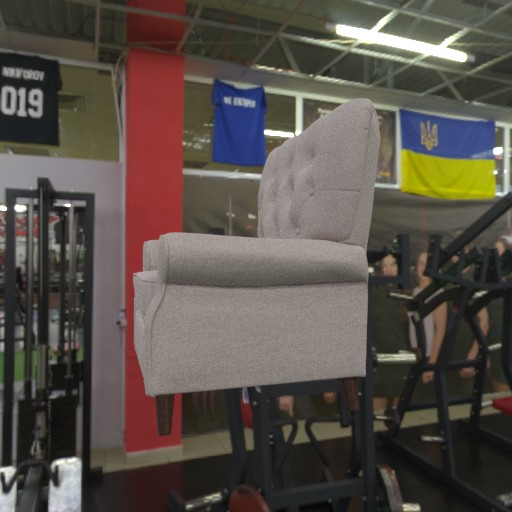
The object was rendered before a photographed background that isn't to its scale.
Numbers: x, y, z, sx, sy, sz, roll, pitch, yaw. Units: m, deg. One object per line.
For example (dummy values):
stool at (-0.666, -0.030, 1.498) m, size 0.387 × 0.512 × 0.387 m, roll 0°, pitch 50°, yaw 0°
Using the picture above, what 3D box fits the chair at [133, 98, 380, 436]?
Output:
chair at (0.000, 0.000, 1.957) m, size 1.025 × 1.209 × 0.942 m, roll 0°, pitch 0°, yaw -18°
